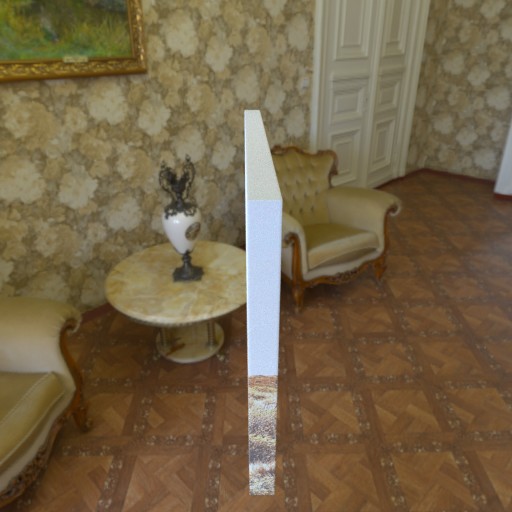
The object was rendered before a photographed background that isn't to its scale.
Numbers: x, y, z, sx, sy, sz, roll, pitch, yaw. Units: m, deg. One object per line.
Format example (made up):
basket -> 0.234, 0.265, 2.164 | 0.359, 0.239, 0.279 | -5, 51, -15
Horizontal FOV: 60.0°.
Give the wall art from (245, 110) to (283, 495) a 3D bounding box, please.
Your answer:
wall art -> 0.000, 0.000, 1.157 | 0.050, 0.610, 0.914 | -1, 26, -1
